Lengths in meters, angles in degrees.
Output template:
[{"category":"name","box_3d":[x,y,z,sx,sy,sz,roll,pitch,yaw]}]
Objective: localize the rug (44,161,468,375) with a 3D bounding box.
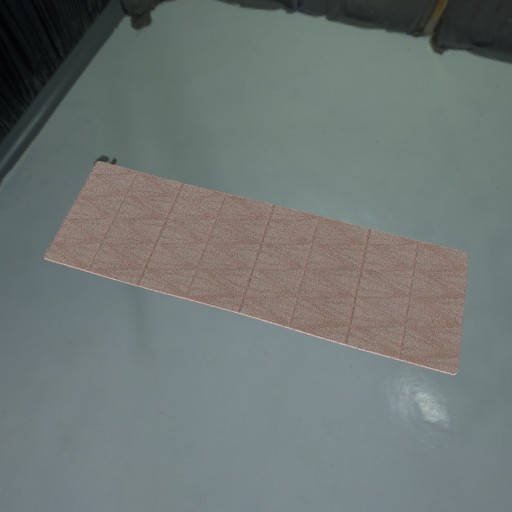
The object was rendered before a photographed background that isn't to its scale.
[{"category":"rug","box_3d":[0.000,0.000,2.647,2.435,0.015,0.760,15,65,7]}]
